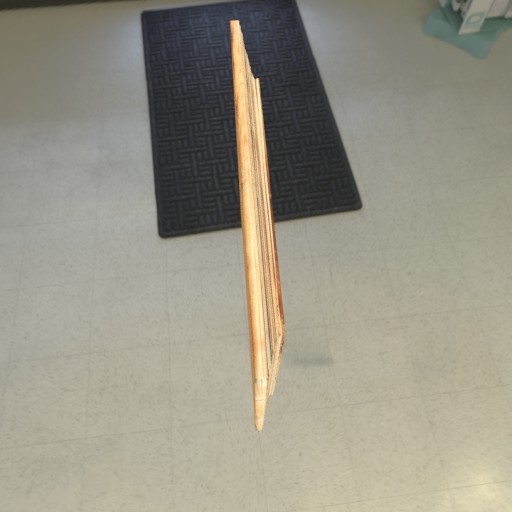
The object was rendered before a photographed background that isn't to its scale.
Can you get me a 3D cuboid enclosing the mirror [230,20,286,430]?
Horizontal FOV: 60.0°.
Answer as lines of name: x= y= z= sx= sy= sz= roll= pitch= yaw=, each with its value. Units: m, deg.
mirror: x=0.000 y=0.000 z=1.192 sx=0.061 sy=0.804 sz=0.804 roll=-4 pitch=64 yaw=-2
